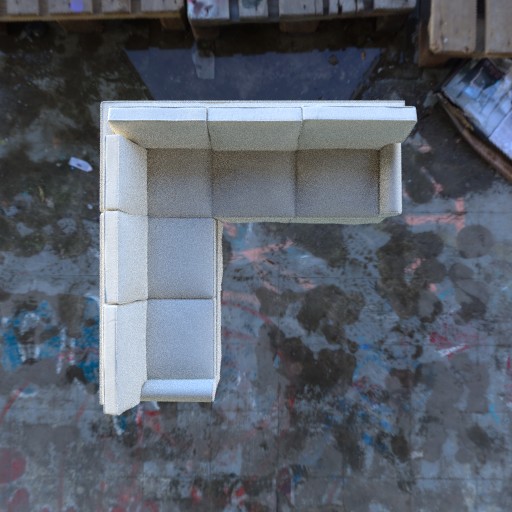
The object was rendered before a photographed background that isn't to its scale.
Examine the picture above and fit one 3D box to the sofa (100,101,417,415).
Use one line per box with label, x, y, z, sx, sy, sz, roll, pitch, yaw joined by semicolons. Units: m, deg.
sofa;0.000;0.000;3.988;2.597;1.070;2.591;0;90;0
